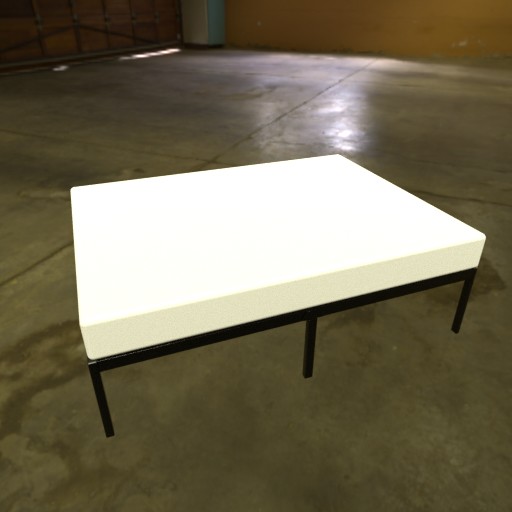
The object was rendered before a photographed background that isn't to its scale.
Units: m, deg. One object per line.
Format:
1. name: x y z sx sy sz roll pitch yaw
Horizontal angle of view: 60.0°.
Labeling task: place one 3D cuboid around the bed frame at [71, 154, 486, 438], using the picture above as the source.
1. bed frame: 0.000 0.000 2.799 2.072 0.659 1.557 -11 32 -18
